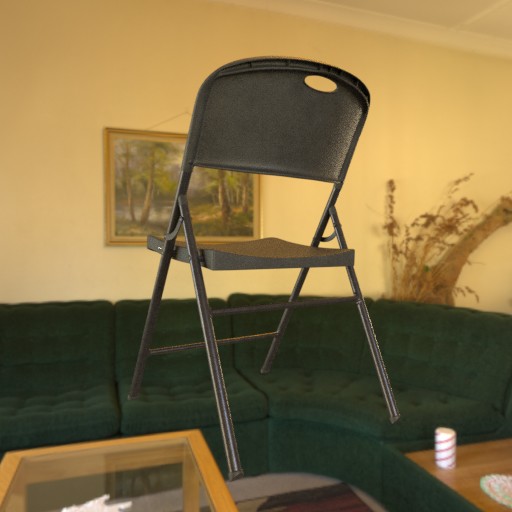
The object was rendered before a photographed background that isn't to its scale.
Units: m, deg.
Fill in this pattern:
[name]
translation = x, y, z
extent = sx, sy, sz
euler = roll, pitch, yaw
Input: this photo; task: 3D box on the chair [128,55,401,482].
[chair]
translation = 0.000, 0.000, 1.153
extent = 0.494, 0.810, 0.566
euler = -1, 1, -35
